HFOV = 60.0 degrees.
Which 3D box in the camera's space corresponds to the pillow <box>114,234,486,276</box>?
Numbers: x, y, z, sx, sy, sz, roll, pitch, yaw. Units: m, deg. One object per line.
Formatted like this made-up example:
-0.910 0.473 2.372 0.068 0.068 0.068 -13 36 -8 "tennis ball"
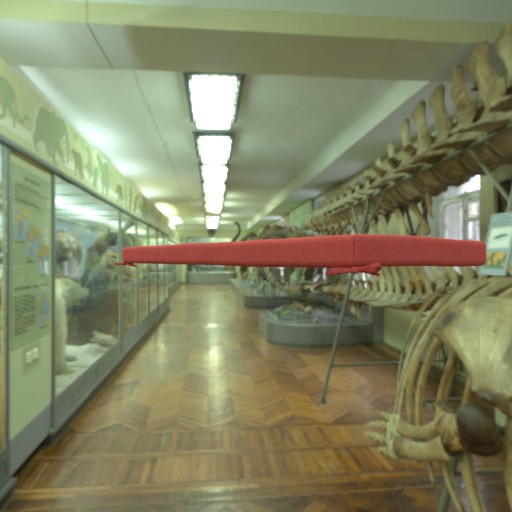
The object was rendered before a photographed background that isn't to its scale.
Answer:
0.000 0.000 1.334 0.492 0.081 1.187 0 0 -36 "pillow"
